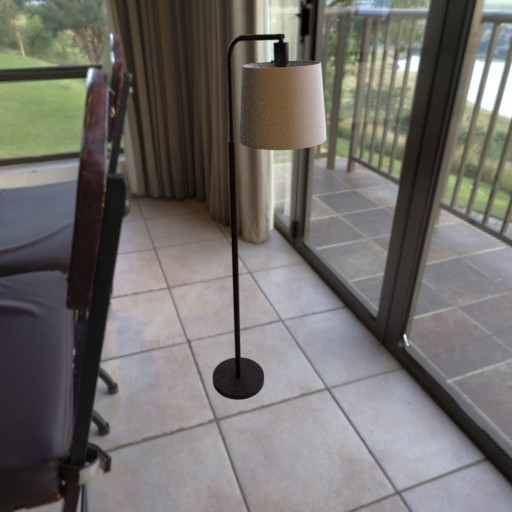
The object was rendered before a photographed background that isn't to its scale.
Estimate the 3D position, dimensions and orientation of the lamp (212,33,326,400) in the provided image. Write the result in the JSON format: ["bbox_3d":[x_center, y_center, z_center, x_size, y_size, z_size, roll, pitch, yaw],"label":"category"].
[{"bbox_3d":[0.000,0.000,1.631,0.254,1.478,0.508,-22,37,-33],"label":"lamp"}]
